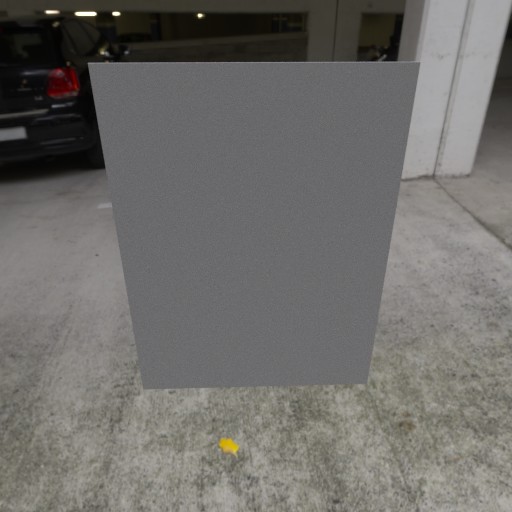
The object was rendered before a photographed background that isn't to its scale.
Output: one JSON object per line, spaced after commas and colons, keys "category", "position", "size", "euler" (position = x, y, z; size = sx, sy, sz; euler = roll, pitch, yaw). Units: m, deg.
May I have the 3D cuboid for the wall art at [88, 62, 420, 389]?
{"category": "wall art", "position": [0.000, 0.000, 0.758], "size": [0.457, 0.609, 0.003], "euler": [-1, 29, -2]}
